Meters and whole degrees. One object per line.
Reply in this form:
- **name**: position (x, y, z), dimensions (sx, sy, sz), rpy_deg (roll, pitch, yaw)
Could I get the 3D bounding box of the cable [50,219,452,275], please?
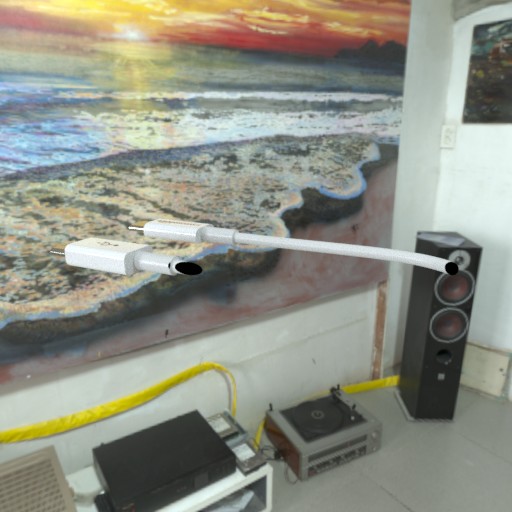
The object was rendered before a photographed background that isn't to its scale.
- **cable**: position (0.000, 0.000, 0.110), dimensions (0.098, 0.006, 0.040), rpy_deg (8, 18, 24)
